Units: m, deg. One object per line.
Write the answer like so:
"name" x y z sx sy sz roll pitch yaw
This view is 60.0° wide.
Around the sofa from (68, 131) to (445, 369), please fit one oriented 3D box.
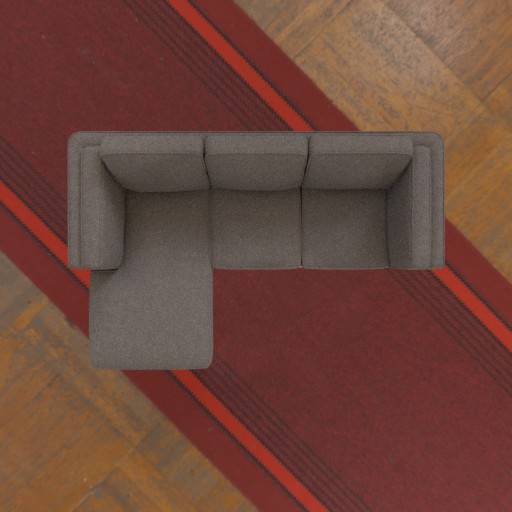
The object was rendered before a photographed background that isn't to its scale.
"sofa" 0.000 0.000 3.089 2.411 0.929 1.604 0 90 0
